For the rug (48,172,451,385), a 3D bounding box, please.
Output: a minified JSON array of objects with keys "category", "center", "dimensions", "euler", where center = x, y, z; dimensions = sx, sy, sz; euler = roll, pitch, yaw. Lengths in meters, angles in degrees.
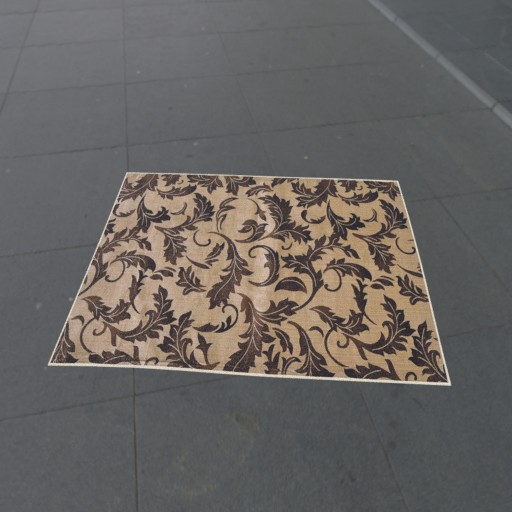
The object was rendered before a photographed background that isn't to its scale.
[{"category":"rug","center":[0.000,0.000,4.042],"dimensions":[2.977,0.008,2.380],"euler":[2,47,2]}]
